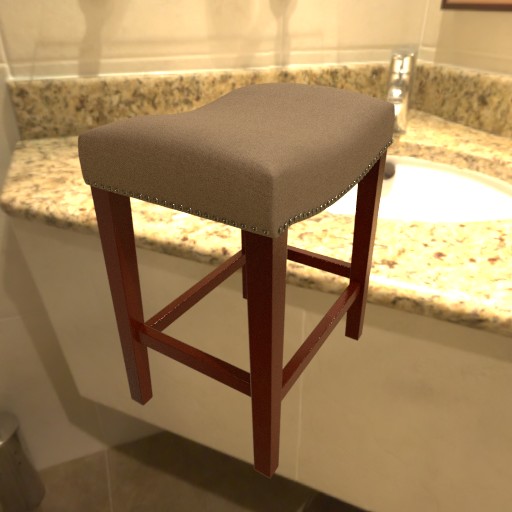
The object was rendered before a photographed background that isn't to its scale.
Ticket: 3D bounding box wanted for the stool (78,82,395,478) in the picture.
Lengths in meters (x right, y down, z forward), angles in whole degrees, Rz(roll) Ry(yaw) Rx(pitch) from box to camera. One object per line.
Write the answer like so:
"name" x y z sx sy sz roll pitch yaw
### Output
"stool" 0.000 0.000 0.943 0.375 0.632 0.509 17 35 27
